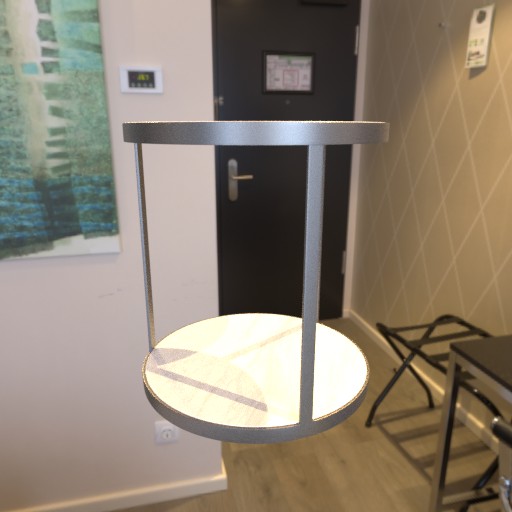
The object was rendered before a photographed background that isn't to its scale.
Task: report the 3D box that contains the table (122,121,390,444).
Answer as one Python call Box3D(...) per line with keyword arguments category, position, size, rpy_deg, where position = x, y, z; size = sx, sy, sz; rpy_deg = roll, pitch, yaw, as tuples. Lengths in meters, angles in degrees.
Box3D(category="table", position=(0.000, 0.000, 0.834), size=(0.445, 0.479, 0.445), rpy_deg=(0, 16, 0))
